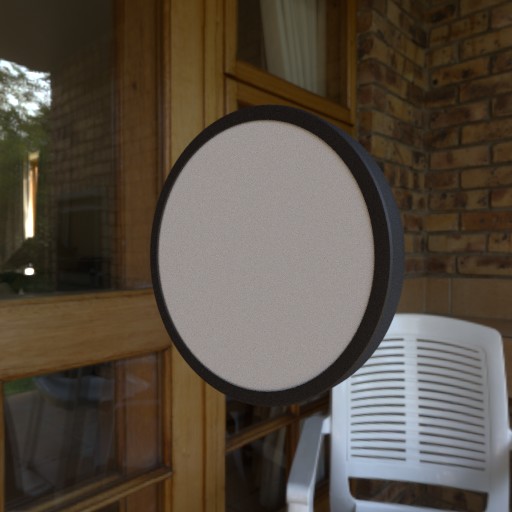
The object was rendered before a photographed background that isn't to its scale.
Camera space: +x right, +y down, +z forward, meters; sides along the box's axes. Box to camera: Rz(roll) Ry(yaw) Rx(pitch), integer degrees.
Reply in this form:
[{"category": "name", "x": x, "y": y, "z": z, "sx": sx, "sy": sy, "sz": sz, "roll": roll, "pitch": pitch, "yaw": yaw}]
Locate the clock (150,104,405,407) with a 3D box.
[{"category": "clock", "x": 0.000, "y": 0.000, "z": 0.450, "sx": 0.293, "sy": 0.293, "sz": 0.040, "roll": 1, "pitch": 1, "yaw": 37}]
